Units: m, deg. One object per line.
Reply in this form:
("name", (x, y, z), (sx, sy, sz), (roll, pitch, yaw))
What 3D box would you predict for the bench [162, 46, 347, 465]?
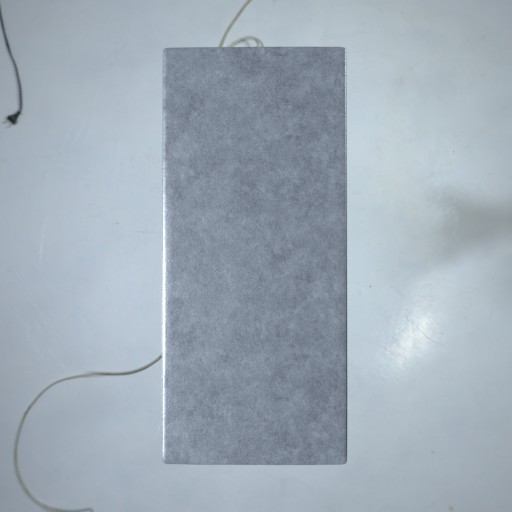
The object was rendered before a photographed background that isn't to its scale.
("bench", (0.000, 0.000, 1.201), (0.401, 0.501, 0.905), (0, 89, 1))
